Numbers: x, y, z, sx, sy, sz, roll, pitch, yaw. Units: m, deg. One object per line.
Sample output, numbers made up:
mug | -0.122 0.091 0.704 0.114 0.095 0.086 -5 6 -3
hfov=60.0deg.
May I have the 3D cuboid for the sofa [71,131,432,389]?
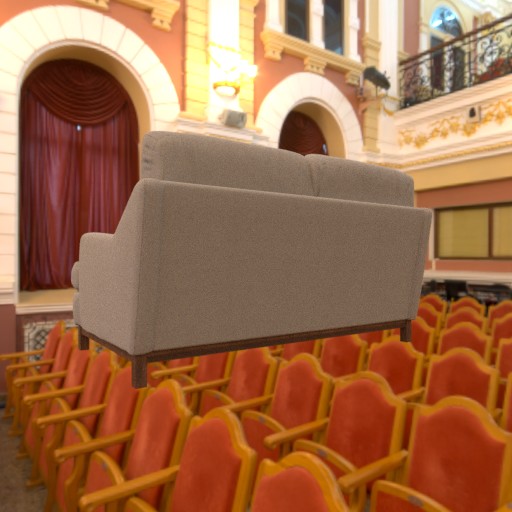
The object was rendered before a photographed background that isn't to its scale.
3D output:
sofa | 0.000 0.000 2.256 1.589 0.921 0.987 0 0 -35
